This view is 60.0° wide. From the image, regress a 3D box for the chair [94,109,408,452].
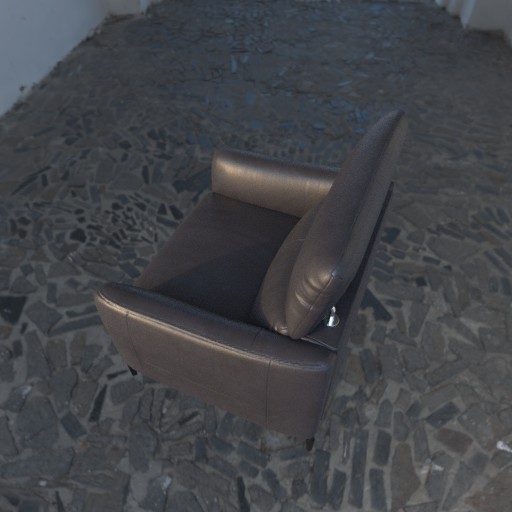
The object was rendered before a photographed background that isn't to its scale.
[{"bbox_3d":[0.000,0.000,1.649,0.809,0.949,0.976,18,50,16],"label":"chair"}]
